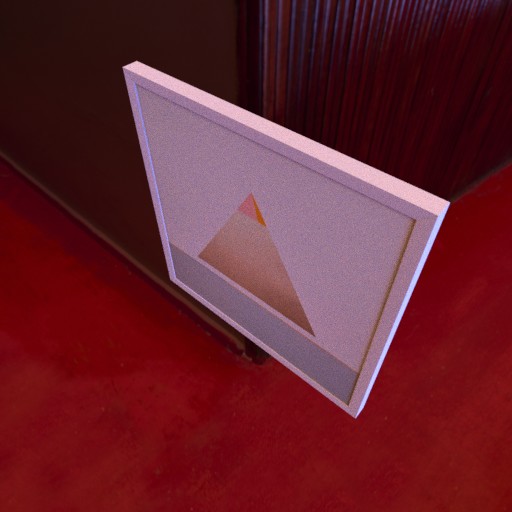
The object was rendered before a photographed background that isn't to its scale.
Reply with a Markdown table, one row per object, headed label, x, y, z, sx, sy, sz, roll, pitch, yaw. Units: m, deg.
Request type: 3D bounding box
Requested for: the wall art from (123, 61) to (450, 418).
| label | x | y | z | sx | sy | sz | roll | pitch | yaw |
| --- | --- | --- | --- | --- | --- | --- | --- | --- | --- |
| wall art | 0.000 | 0.000 | 1.135 | 0.768 | 0.765 | 0.041 | 32 | 55 | 26 |
